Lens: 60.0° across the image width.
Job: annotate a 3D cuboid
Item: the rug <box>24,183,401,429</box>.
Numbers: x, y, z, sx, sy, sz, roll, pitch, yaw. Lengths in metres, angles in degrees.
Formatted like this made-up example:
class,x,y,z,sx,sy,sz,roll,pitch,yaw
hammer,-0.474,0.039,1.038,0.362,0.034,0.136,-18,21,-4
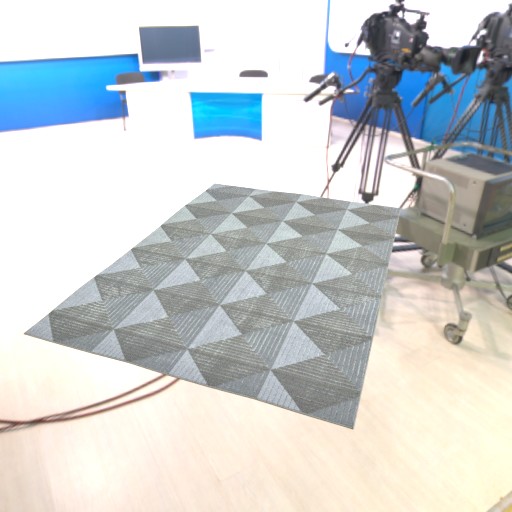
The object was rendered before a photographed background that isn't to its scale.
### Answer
class,x,y,z,sx,sy,sz,roll,pitch,yaw
rug,0.000,0.000,4.254,2.428,0.027,3.333,10,31,18
